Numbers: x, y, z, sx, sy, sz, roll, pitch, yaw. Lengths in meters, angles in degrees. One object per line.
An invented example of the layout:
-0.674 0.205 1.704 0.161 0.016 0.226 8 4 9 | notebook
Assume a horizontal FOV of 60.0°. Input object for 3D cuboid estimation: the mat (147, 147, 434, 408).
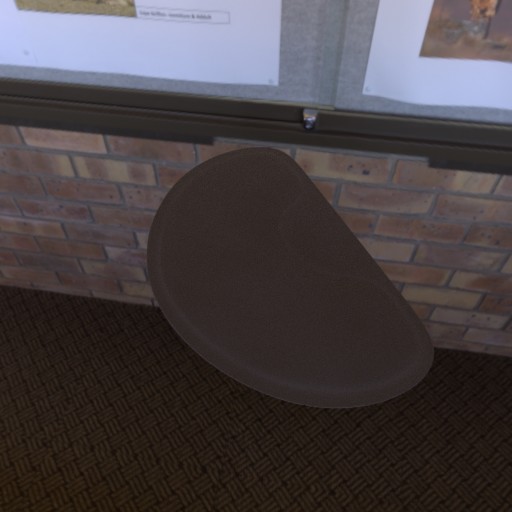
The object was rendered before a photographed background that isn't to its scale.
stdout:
0.000 0.000 1.903 0.913 0.013 1.524 -17 50 -15 | mat
